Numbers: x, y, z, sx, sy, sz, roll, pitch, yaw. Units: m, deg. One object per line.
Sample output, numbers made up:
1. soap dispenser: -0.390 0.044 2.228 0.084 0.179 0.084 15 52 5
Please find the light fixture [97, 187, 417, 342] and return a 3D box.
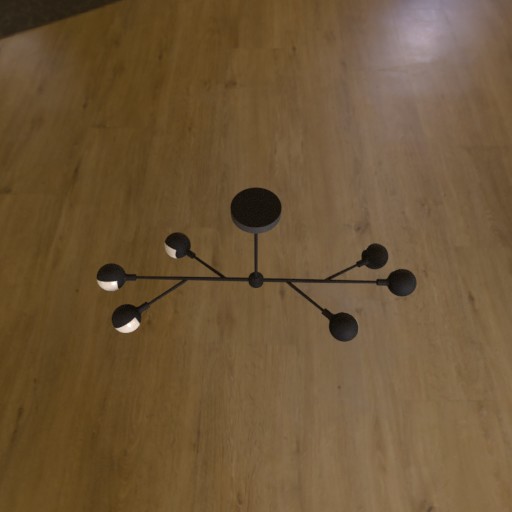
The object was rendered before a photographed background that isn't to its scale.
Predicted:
1. light fixture: 0.000 0.000 1.027 0.778 0.362 0.434 15 59 9
